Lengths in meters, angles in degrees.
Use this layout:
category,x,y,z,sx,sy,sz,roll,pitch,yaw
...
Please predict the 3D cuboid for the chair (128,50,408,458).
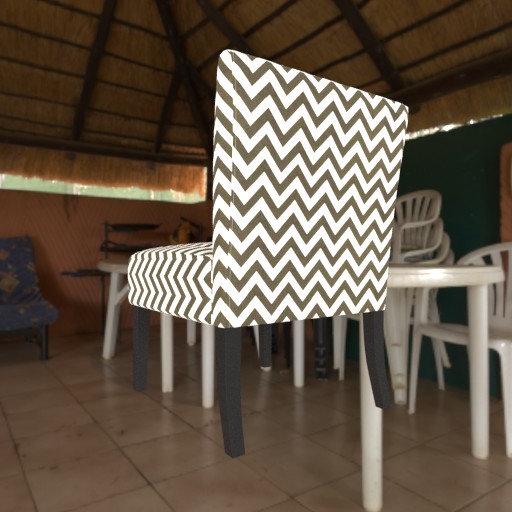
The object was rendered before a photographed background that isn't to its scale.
category,x,y,z,sx,sy,sz,roll,pitch,yaw
chair,0.000,0.000,1.300,0.589,0.838,0.648,0,0,-36
